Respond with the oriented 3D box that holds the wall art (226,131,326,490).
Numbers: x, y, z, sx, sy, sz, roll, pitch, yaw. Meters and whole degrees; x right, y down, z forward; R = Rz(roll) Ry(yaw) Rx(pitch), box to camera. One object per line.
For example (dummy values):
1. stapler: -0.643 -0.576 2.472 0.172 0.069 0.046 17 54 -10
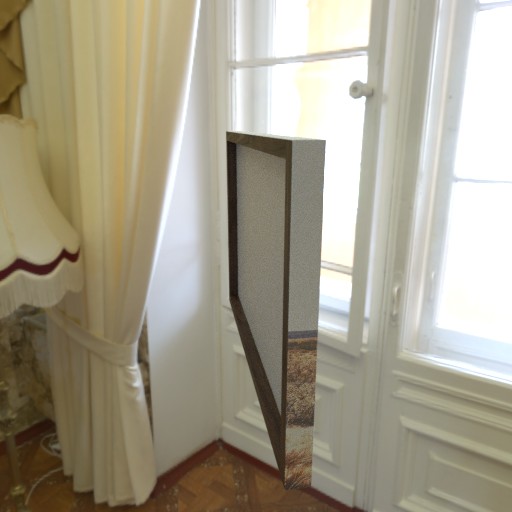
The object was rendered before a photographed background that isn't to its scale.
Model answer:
1. wall art: 0.000 0.000 1.145 0.050 0.610 0.914 -3 17 -9
